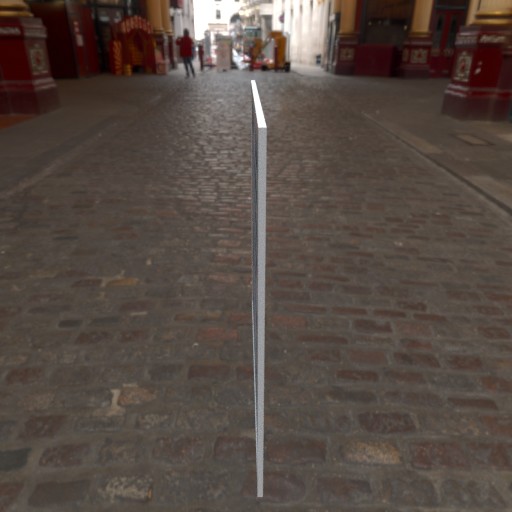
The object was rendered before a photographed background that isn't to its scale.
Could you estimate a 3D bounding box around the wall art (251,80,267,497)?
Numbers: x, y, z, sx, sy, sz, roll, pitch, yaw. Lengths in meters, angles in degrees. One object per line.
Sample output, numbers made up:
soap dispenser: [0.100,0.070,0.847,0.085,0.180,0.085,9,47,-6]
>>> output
wall art: [0.000,0.000,0.665,0.007,0.456,0.456,-1,26,-1]
